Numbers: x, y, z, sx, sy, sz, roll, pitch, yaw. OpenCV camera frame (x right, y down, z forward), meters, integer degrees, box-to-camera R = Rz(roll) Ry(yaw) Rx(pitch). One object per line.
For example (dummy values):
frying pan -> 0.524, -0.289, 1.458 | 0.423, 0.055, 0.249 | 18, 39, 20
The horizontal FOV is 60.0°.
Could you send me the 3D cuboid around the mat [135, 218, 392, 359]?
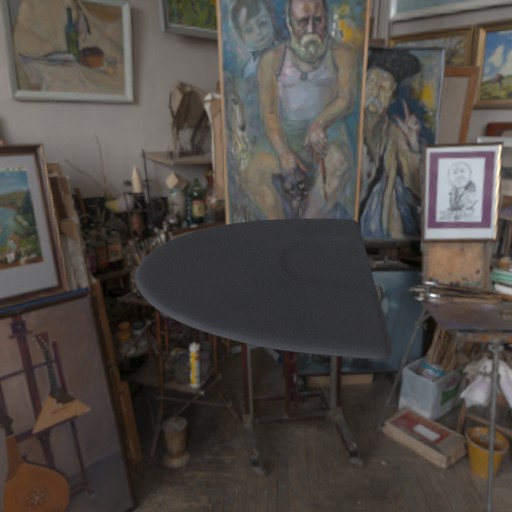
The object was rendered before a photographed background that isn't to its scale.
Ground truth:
mat -> 0.000, 0.000, 1.838 | 0.917, 0.022, 1.525 | 3, 17, 9
